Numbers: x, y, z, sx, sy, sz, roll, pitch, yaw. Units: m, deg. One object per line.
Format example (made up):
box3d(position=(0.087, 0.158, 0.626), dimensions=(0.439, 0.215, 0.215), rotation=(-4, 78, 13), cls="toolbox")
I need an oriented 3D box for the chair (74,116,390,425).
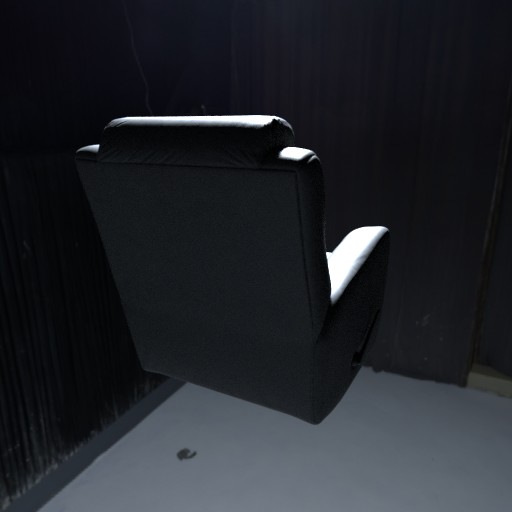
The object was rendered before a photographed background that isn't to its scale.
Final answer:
box3d(position=(0.000, 0.000, 1.884), dimensions=(0.967, 1.116, 1.068), rotation=(9, 18, 27), cls="chair")
